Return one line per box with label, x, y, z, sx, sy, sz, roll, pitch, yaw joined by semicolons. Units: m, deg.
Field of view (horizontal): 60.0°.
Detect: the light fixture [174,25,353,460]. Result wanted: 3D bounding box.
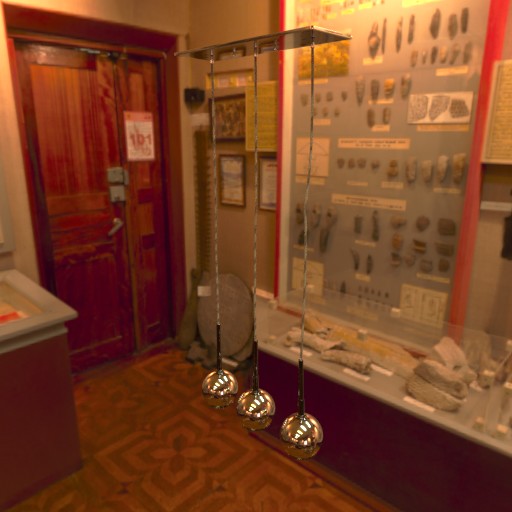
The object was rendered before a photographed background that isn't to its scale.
light fixture;0.000;0.000;1.614;0.623;1.408;0.188;15;21;42
